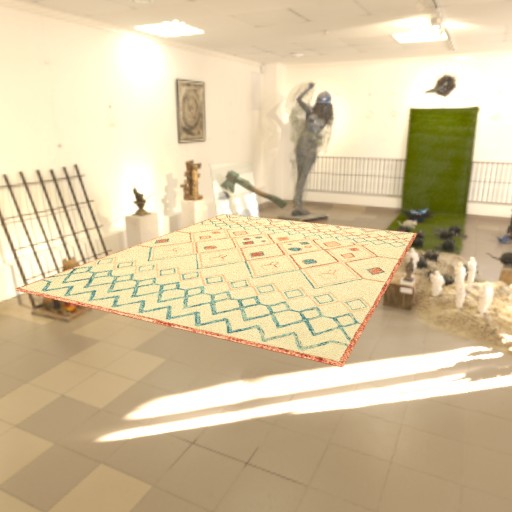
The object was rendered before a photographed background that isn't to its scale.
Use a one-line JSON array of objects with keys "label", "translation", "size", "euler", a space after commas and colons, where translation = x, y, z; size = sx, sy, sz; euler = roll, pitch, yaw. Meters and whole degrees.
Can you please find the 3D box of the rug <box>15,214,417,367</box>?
[{"label": "rug", "translation": [0.000, 0.000, 4.035], "size": [2.441, 0.016, 3.050], "euler": [8, 19, 25]}]
